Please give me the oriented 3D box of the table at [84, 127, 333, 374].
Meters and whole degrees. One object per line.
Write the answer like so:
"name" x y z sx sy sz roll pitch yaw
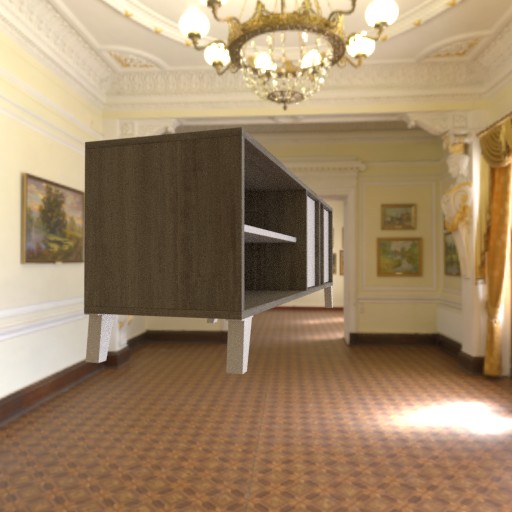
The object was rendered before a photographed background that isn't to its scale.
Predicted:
"table" 0.000 0.000 1.721 0.400 0.530 1.500 0 -1 17
